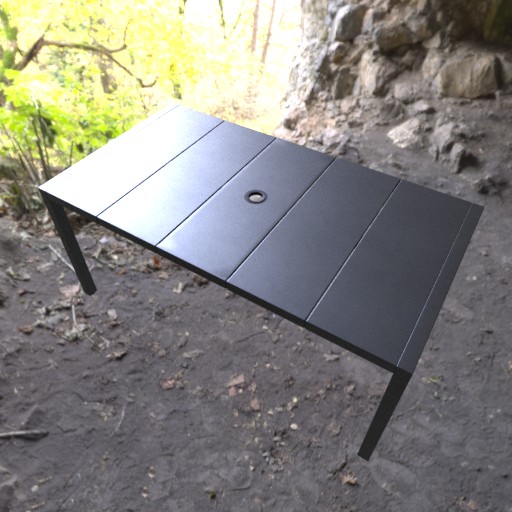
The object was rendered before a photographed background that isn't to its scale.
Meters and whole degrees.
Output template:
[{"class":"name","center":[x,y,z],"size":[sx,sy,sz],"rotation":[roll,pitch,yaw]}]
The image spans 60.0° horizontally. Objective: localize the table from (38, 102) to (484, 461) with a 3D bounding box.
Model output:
[{"class":"table","center":[0.000,0.000,2.154],"size":[1.680,0.735,0.914],"rotation":[25,51,22]}]
